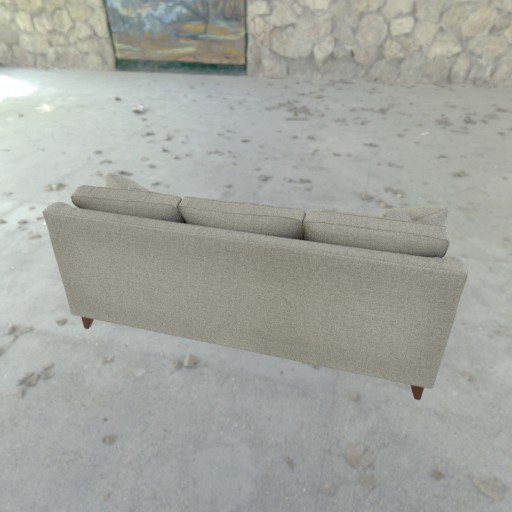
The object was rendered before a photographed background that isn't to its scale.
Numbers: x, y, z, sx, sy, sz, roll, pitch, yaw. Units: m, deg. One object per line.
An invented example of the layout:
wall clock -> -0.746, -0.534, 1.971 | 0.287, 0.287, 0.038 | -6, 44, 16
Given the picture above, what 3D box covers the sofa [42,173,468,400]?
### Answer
sofa -> 0.000, 0.000, 2.531 | 2.031, 0.914, 0.865 | 9, 33, 14
